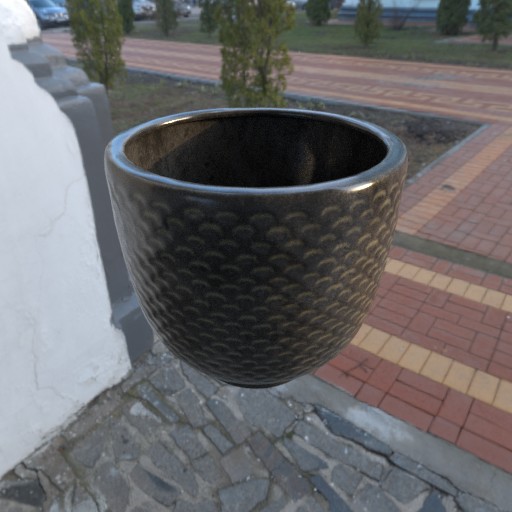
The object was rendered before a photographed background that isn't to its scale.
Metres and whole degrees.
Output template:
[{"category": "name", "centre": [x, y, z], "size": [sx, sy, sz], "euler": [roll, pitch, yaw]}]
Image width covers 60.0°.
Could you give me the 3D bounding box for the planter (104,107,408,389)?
[{"category": "planter", "centre": [0.000, 0.000, 0.299], "size": [0.172, 0.160, 0.172], "euler": [0, 31, 0]}]
